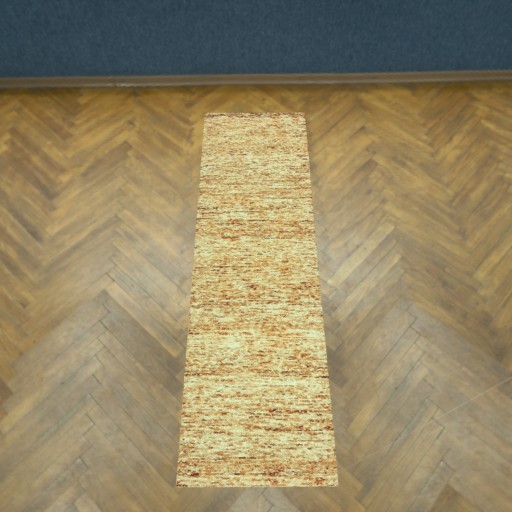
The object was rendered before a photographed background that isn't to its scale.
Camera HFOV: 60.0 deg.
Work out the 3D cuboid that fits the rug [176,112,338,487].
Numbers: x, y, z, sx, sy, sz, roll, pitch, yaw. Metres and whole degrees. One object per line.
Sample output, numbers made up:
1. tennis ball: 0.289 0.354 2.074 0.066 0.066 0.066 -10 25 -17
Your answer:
1. rug: 0.000 0.000 2.418 0.680 0.014 2.237 0 59 0
